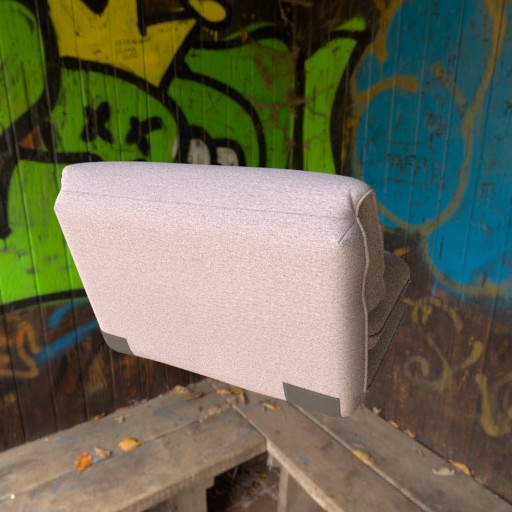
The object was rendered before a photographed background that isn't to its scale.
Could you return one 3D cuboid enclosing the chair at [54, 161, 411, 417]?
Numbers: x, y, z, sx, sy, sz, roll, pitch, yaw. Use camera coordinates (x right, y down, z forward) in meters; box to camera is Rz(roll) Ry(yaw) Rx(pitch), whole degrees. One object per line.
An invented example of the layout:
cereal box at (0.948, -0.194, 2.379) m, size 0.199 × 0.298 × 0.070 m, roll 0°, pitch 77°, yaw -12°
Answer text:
chair at (0.000, 0.000, 1.326) m, size 0.820 × 0.580 × 0.780 m, roll 9°, pitch 19°, yaw 26°
